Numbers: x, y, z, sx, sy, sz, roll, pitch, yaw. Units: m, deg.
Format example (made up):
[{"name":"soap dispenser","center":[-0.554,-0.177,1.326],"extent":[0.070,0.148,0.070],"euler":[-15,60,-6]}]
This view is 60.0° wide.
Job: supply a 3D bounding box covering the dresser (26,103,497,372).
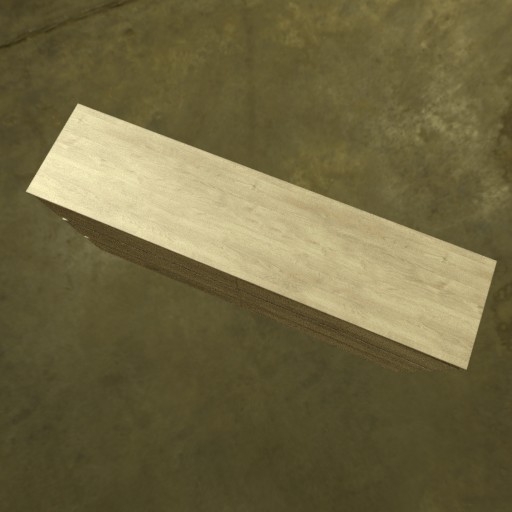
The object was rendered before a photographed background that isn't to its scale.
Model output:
[{"name":"dresser","center":[0.000,0.000,1.900],"extent":[1.590,0.795,0.390],"euler":[21,76,6]}]
